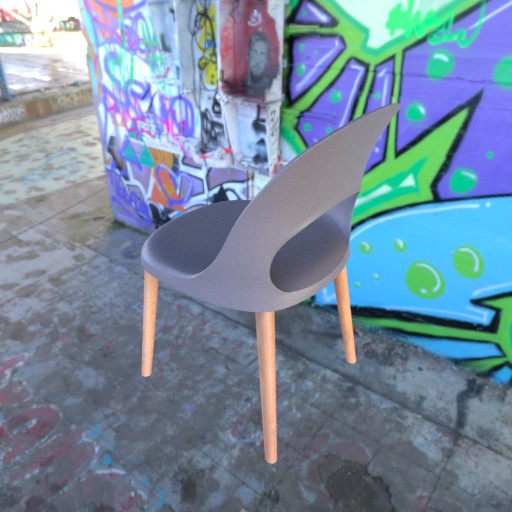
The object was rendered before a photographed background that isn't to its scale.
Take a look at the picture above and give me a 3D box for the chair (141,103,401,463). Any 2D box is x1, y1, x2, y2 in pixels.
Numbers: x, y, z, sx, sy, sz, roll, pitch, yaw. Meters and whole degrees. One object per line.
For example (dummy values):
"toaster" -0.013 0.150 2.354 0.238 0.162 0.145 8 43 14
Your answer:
"chair" 0.000 0.000 1.127 0.556 0.795 0.470 21 36 32
